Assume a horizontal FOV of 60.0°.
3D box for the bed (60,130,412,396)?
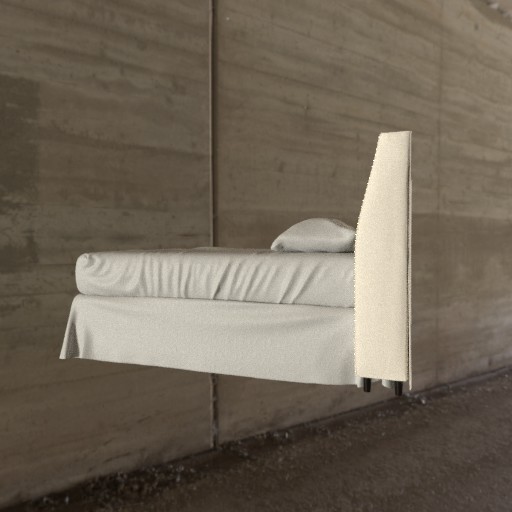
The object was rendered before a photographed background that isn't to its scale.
[{"bbox_3d":[0.000,0.000,3.415,2.276,1.332,1.925,1,2,19],"label":"bed"}]
